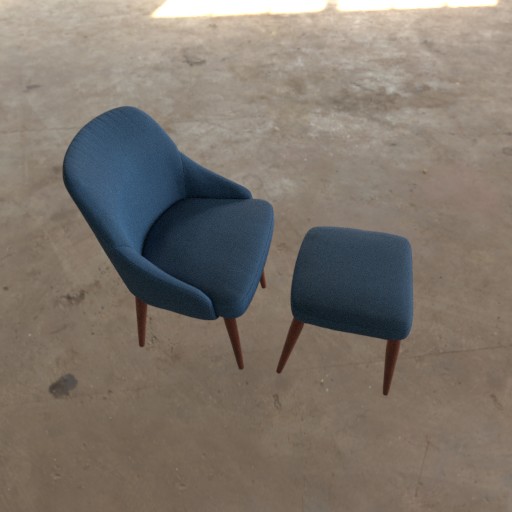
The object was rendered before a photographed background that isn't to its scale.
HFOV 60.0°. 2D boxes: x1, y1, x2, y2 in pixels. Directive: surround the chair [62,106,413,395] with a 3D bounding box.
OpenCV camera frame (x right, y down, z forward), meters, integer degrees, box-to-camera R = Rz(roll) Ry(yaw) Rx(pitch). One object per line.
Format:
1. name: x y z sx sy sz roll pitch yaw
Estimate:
1. chair: 0.000 0.000 1.585 1.114 0.866 0.584 9 47 9
